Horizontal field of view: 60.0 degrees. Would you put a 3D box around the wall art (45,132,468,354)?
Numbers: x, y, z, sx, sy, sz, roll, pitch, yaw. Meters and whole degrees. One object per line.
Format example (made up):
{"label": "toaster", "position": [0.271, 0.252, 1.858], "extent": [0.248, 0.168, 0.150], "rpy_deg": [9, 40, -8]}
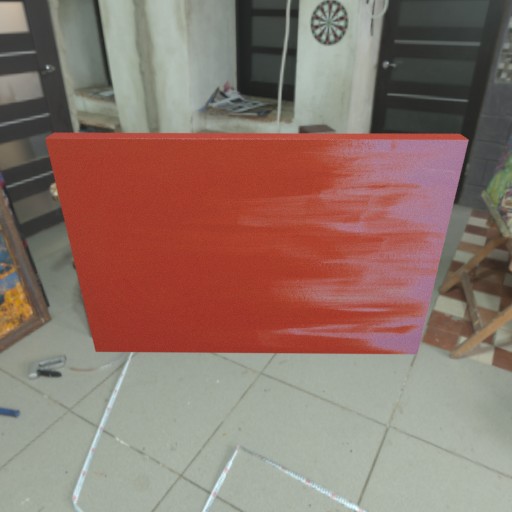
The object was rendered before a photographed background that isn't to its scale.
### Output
{"label": "wall art", "position": [0.000, 0.000, 0.749], "extent": [0.607, 0.405, 0.033], "rpy_deg": [0, 30, 1]}
